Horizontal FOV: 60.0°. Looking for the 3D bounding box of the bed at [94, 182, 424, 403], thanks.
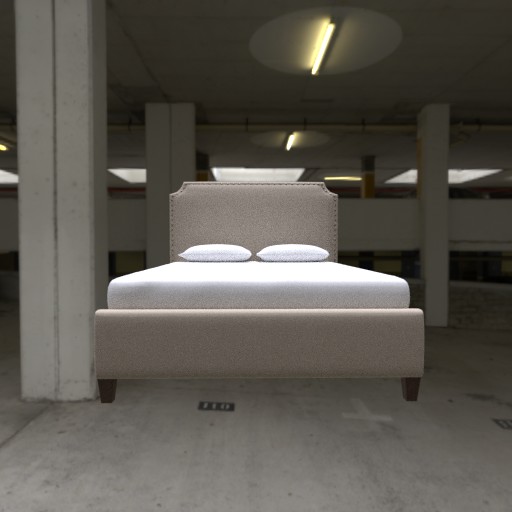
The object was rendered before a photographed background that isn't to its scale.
[{"bbox_3d":[0.000,0.000,3.408,1.713,1.443,2.372,0,2,-1],"label":"bed"}]
